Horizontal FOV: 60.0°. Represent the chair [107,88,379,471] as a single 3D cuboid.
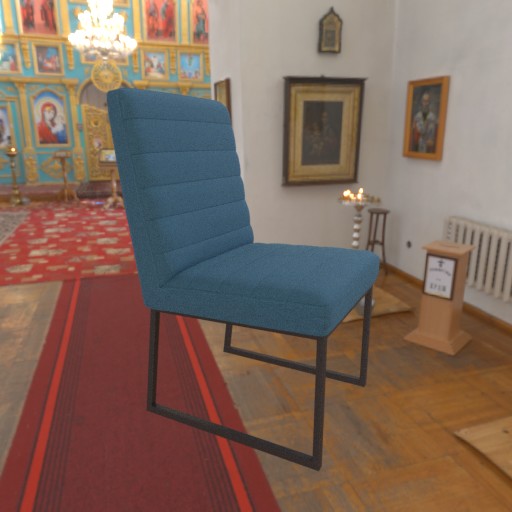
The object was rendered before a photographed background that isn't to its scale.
[{"bbox_3d":[0.000,0.000,1.318,0.634,0.930,0.520,7,16,27],"label":"chair"}]
